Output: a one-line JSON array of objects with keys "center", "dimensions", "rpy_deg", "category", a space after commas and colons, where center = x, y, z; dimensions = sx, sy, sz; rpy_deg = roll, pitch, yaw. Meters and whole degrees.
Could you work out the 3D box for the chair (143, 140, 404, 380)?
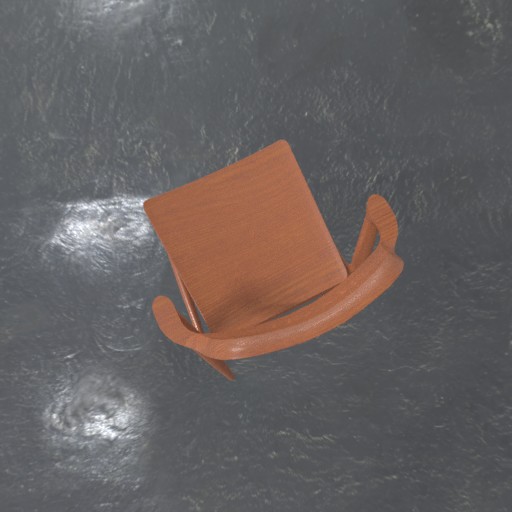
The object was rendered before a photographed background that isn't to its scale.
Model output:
[{"center": [0.000, 0.000, 1.127], "dimensions": [0.496, 0.801, 0.499], "rpy_deg": [-25, 77, -6], "category": "chair"}]
